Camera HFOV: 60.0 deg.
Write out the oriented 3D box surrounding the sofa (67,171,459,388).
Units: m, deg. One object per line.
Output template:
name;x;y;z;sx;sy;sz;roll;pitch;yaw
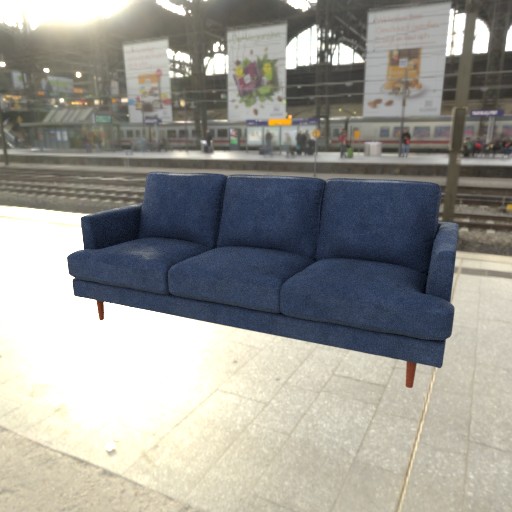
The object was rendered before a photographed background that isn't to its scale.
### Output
sofa;0.000;0.000;2.701;2.246;0.930;0.903;7;16;24
